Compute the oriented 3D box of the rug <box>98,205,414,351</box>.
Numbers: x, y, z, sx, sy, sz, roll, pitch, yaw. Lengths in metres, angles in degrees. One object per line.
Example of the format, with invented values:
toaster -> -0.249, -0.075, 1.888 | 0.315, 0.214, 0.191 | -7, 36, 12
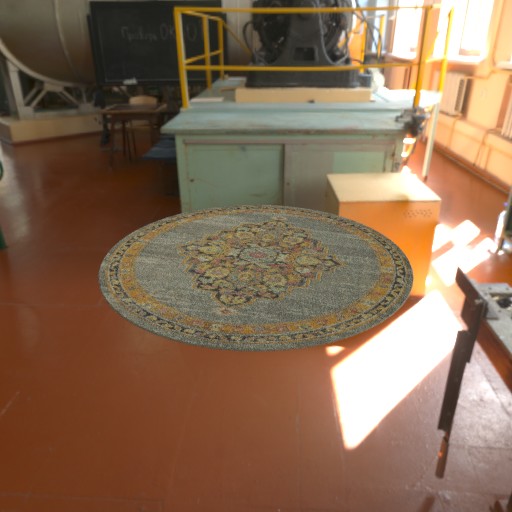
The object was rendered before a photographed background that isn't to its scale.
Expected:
rug -> 0.000, 0.000, 2.356 | 1.598, 0.010, 1.598 | 0, 26, 0
